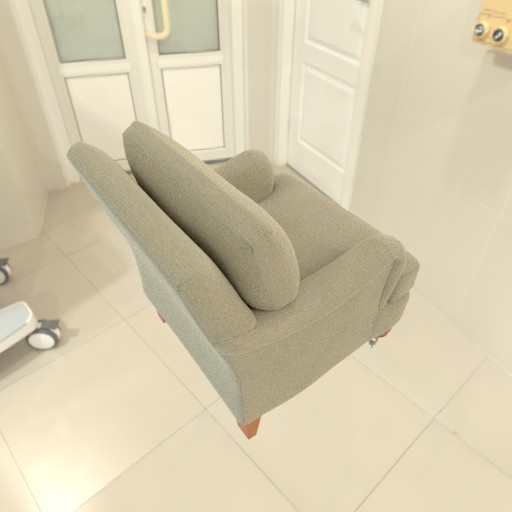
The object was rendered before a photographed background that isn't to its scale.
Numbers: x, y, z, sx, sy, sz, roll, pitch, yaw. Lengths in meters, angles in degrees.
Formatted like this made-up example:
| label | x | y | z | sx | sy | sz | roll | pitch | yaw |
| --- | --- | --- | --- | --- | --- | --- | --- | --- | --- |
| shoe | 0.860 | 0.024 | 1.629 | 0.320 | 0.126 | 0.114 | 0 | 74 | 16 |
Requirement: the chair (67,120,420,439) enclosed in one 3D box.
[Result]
| label | x | y | z | sx | sy | sz | roll | pitch | yaw |
| --- | --- | --- | --- | --- | --- | --- | --- | --- | --- |
| chair | 0.000 | 0.000 | 1.849 | 1.070 | 1.038 | 0.955 | -25 | 46 | -26 |
